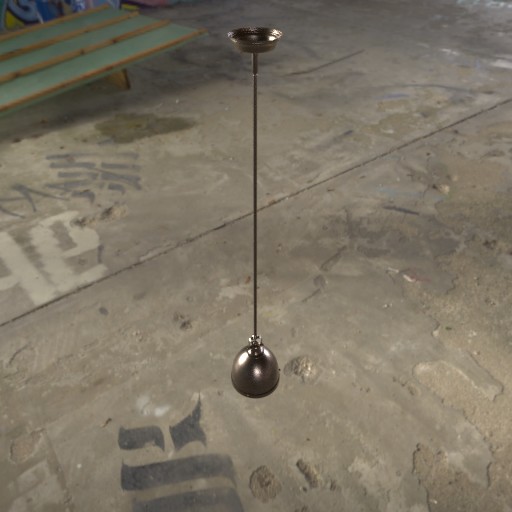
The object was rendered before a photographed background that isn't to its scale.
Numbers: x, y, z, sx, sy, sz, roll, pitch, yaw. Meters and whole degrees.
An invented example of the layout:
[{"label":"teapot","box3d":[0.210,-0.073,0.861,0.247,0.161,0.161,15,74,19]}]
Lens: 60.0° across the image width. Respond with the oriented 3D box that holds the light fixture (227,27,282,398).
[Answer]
[{"label":"light fixture","box3d":[0.000,0.000,1.485,0.217,1.367,0.211,-11,41,-13]}]
